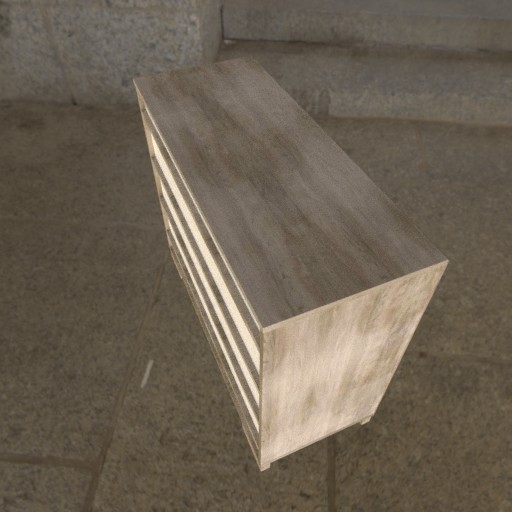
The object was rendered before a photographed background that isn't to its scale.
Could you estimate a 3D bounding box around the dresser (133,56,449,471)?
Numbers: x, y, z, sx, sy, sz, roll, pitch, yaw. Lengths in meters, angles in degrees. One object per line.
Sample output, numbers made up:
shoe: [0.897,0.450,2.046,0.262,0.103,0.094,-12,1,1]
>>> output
dresser: [0.000,0.000,1.428,0.404,0.816,0.994,-18,50,-15]
